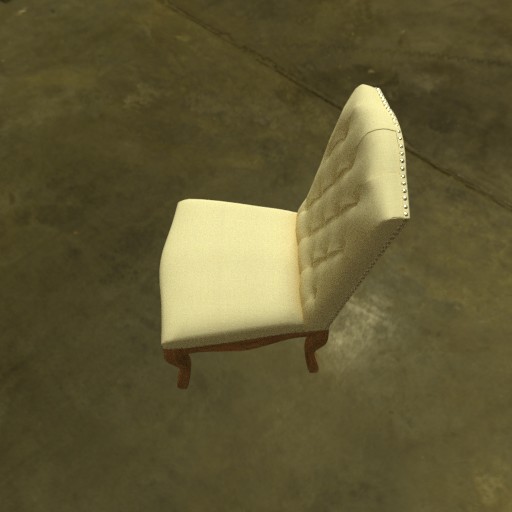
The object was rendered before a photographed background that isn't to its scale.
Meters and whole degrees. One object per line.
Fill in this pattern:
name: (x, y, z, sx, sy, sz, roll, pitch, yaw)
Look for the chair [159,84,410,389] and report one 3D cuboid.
chair: (0.000, 0.000, 1.566, 0.715, 1.165, 0.623, 0, 58, 0)
